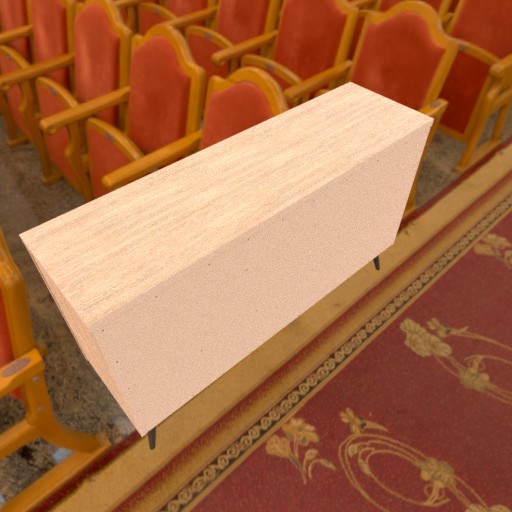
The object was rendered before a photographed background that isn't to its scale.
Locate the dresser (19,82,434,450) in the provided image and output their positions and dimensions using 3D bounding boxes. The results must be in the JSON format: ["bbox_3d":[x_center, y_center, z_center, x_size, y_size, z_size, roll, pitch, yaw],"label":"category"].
[{"bbox_3d":[0.000,0.000,1.899,1.524,0.914,0.457,-33,55,-27],"label":"dresser"}]
